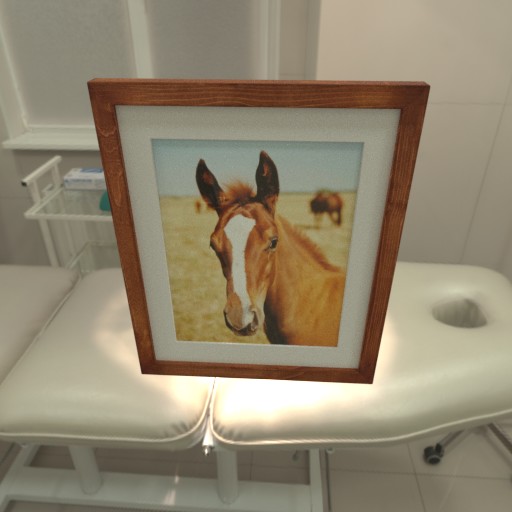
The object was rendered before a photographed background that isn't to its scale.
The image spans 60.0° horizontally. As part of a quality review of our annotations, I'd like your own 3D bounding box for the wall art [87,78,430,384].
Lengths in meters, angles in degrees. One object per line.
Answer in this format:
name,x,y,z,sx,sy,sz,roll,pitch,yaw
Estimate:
wall art,0.000,0.000,0.751,0.462,0.558,0.030,2,31,3
